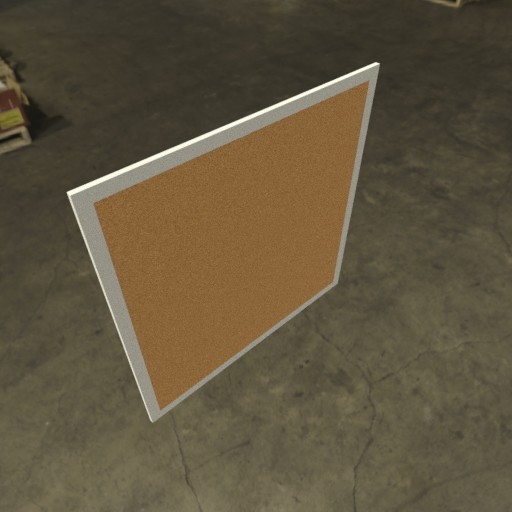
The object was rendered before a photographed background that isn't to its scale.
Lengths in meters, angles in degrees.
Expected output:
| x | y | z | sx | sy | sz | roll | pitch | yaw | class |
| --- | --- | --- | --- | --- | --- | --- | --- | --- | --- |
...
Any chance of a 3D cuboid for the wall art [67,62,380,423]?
| x | y | z | sx | sy | sz | roll | pitch | yaw | class |
| --- | --- | --- | --- | --- | --- | --- | --- | --- | --- |
| 0.000 | 0.000 | 1.193 | 0.812 | 0.813 | 0.013 | -32 | 53 | -28 | wall art |
